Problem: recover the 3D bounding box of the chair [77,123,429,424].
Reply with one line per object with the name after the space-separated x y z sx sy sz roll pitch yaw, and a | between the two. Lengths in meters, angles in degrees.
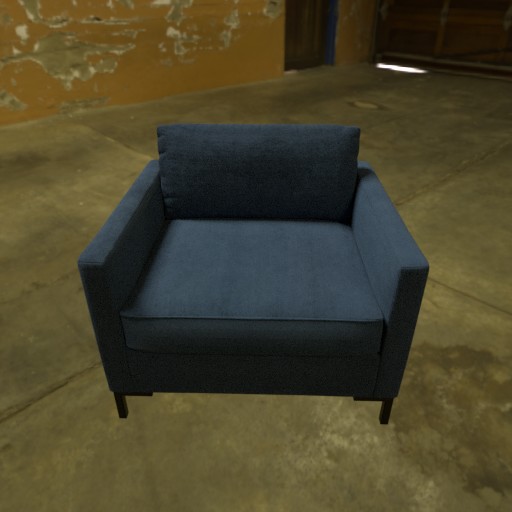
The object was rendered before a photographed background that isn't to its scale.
0.000 0.000 1.619 0.964 0.812 0.875 1 31 1 | chair
